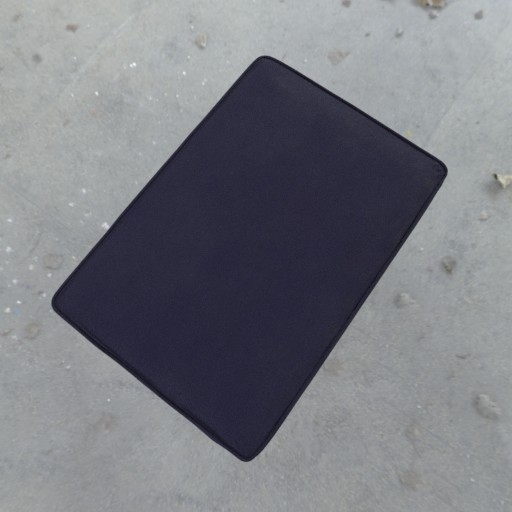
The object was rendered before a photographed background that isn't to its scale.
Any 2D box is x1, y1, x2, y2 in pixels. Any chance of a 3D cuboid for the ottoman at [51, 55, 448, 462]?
[{"bbox_3d":[0.000,0.000,1.312,0.637,0.503,0.938,35,78,9],"label":"ottoman"}]
